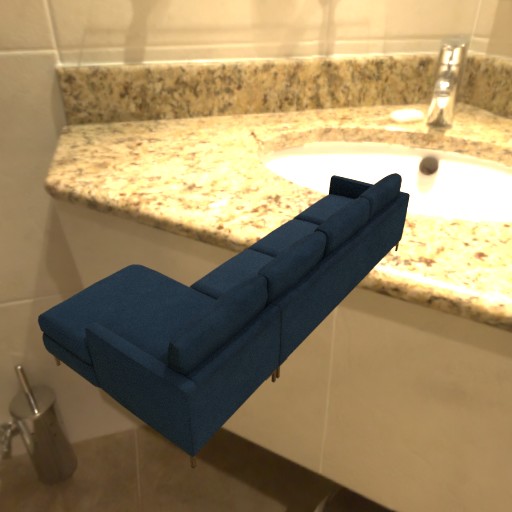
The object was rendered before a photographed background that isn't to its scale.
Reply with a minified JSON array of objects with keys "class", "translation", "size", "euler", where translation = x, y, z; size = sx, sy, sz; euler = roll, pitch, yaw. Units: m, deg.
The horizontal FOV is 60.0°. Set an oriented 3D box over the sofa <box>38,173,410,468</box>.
[{"class":"sofa","translation":[0.000,0.000,3.469],"size":[1.350,0.810,2.932],"euler":[22,38,31]}]
